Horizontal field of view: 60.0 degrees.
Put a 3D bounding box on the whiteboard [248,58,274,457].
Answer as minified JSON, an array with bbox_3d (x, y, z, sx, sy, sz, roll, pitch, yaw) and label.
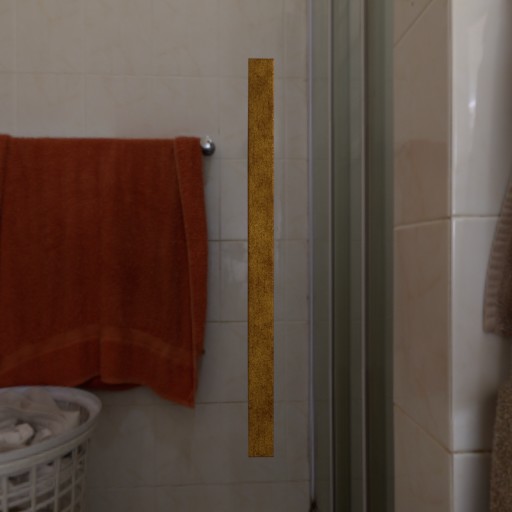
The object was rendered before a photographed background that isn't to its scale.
[{"bbox_3d":[0.000,0.000,0.788,0.029,0.457,0.561,0,1,-1],"label":"whiteboard"}]
